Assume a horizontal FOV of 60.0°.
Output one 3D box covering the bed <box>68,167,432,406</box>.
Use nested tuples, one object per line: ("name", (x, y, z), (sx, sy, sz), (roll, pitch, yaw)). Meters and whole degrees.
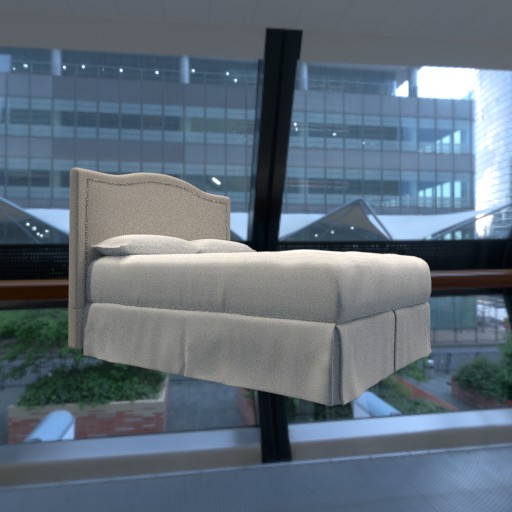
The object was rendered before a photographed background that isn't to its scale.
("bed", (0.000, 0.000, 3.316), (2.143, 1.460, 1.753), (-1, -1, 36))
